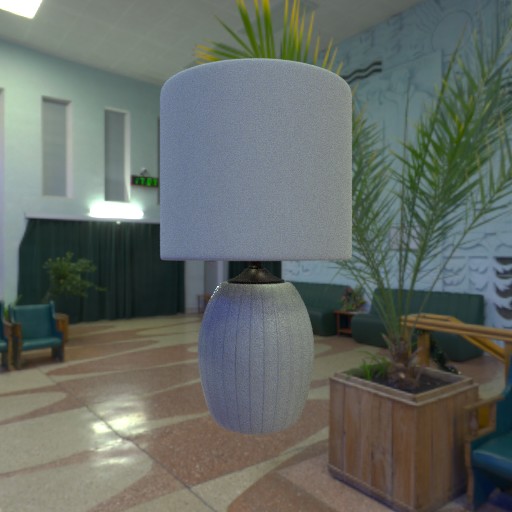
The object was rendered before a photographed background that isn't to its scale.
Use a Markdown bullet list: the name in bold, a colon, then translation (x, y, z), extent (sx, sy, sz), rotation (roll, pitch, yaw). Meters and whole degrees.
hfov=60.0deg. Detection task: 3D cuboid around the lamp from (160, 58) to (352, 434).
- **lamp**: translation (0.000, 0.000, 0.776), extent (0.328, 0.570, 0.328), rotation (0, 0, 0)
